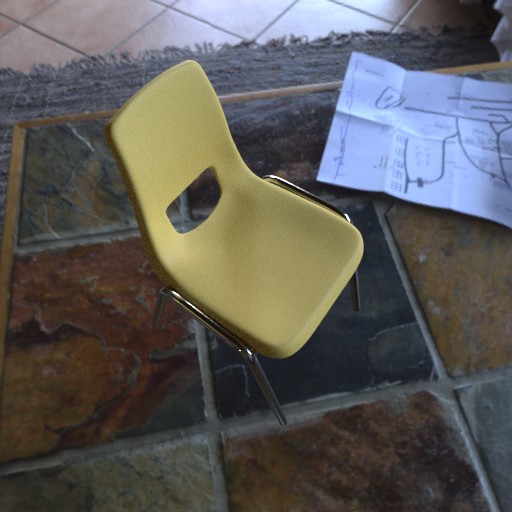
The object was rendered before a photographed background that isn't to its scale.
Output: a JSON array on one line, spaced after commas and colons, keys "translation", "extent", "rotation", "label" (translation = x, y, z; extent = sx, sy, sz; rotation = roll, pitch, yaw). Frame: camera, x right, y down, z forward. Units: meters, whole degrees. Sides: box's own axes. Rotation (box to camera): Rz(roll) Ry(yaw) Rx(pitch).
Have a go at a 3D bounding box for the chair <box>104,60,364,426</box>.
[{"translation": [0.000, 0.000, 0.917], "extent": [0.436, 0.653, 0.381], "rotation": [31, 64, 17], "label": "chair"}]
